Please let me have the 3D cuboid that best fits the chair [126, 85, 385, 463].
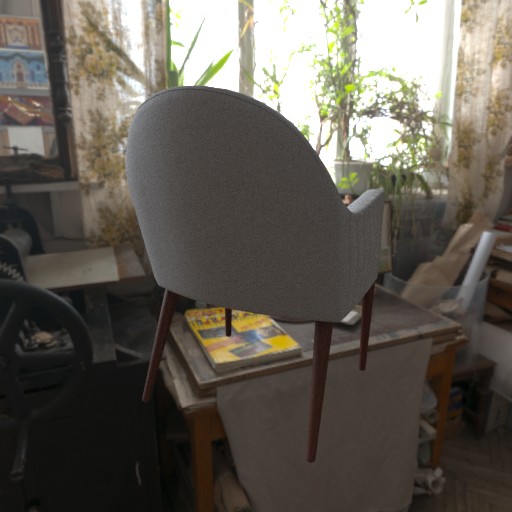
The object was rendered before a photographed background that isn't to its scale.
[{"bbox_3d":[0.000,0.000,1.287,0.610,0.889,0.620,9,19,27],"label":"chair"}]
